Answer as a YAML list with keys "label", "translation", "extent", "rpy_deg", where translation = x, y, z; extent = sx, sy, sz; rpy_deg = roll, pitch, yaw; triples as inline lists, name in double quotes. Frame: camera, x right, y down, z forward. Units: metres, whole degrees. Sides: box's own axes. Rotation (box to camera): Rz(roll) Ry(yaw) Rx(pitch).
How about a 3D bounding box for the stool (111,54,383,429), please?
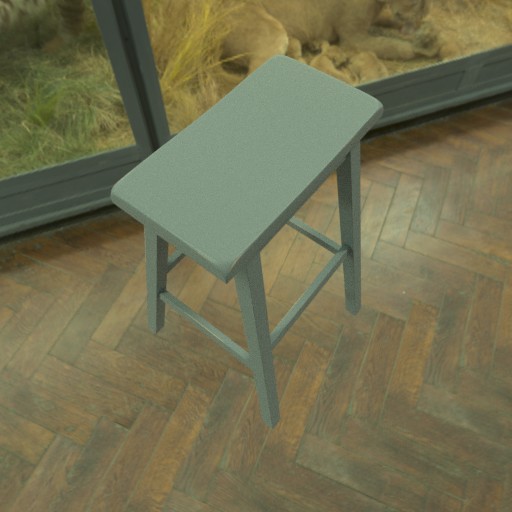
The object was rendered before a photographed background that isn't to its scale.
- label: "stool"
  translation: [0.000, 0.000, 1.054]
  extent: [0.476, 0.737, 0.457]
  rpy_deg: [34, 64, 19]
